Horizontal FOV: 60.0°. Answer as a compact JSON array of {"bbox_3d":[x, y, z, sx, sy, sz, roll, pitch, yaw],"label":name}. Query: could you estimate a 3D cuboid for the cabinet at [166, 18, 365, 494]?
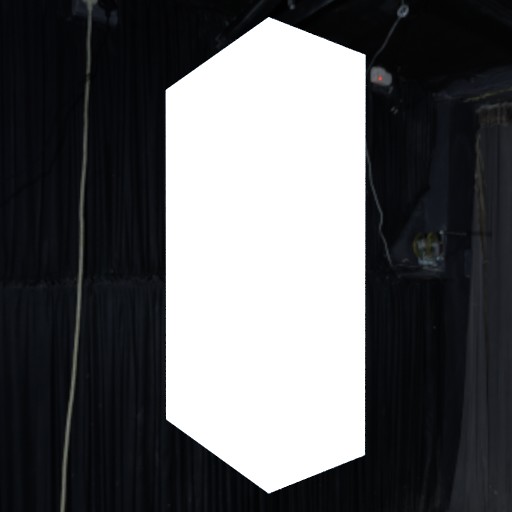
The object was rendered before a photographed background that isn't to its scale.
[{"bbox_3d":[0.000,0.000,2.350,0.580,1.920,0.980,0,1,-36],"label":"cabinet"}]
